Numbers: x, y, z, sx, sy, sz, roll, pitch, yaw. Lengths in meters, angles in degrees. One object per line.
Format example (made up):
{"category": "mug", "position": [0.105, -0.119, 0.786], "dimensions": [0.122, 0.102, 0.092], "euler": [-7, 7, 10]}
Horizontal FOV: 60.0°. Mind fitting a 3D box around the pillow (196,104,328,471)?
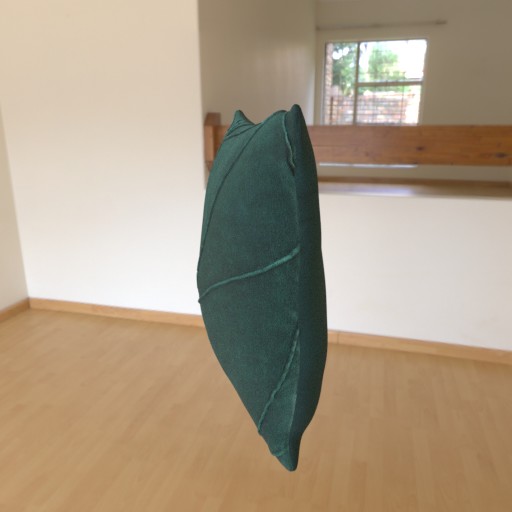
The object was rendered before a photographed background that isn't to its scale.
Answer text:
{"category": "pillow", "position": [0.000, 0.000, 0.683], "dimensions": [0.184, 0.440, 0.439], "euler": [-3, 17, -9]}
